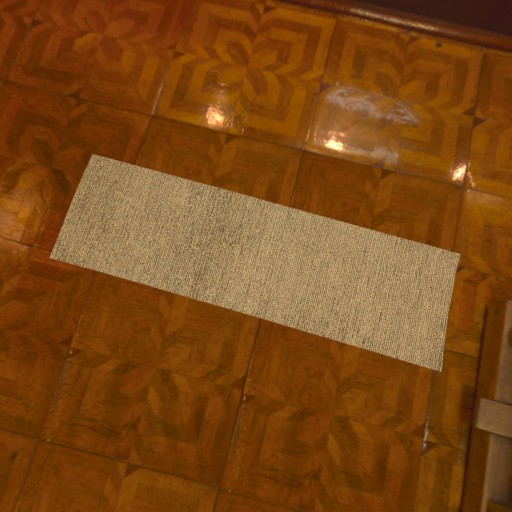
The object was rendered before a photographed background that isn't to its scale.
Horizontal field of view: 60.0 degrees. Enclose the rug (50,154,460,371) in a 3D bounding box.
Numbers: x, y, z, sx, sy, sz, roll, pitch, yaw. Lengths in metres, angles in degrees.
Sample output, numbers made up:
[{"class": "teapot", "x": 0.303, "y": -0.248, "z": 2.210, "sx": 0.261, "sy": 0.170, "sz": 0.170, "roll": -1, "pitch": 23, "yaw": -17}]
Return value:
[{"class": "rug", "x": 0.000, "y": 0.000, "z": 2.606, "sx": 2.335, "sy": 0.013, "sz": 0.697, "roll": 16, "pitch": 77, "yaw": 4}]
